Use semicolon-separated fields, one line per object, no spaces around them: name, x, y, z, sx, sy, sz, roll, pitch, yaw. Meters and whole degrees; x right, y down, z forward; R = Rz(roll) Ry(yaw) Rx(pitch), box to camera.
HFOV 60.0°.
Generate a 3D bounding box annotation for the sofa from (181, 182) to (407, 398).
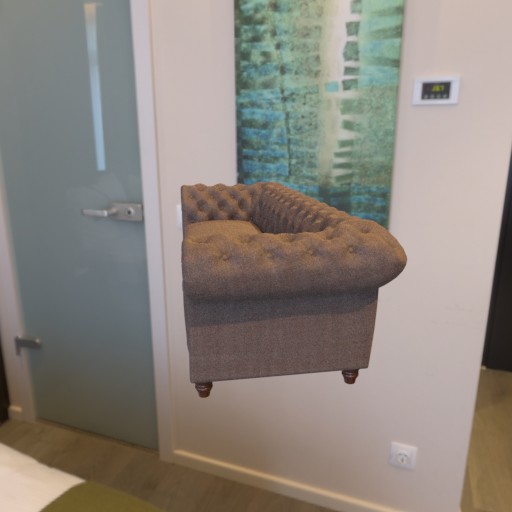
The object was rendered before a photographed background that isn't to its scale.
sofa;0.000;0.000;2.884;0.944;0.787;2.385;-2;15;-9
